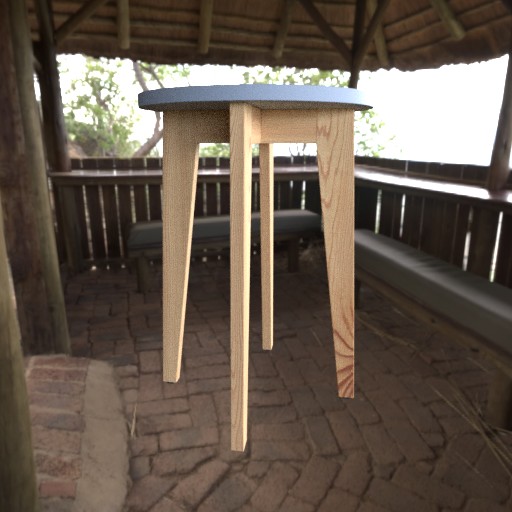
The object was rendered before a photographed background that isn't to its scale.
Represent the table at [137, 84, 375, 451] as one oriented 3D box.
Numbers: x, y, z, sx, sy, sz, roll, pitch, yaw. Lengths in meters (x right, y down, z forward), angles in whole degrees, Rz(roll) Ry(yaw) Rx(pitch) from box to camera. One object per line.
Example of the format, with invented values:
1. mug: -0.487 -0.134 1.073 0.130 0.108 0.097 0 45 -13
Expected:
1. table: 0.000 0.000 0.739 0.350 0.500 0.350 0 15 0
